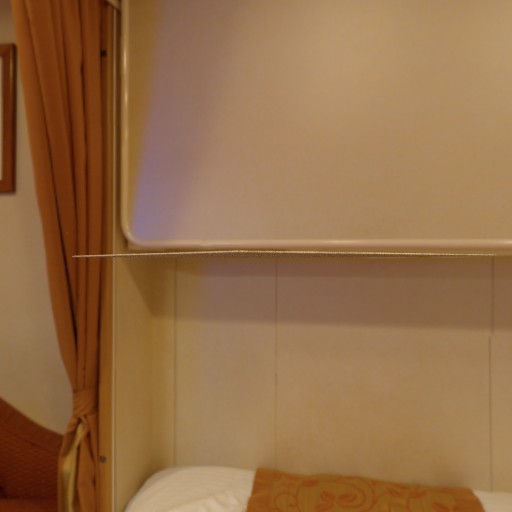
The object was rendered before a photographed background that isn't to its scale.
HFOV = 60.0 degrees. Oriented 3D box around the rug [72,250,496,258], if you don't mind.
[{"bbox_3d":[0.000,0.000,3.962,2.406,0.012,3.034,0,-1,-36],"label":"rug"}]
